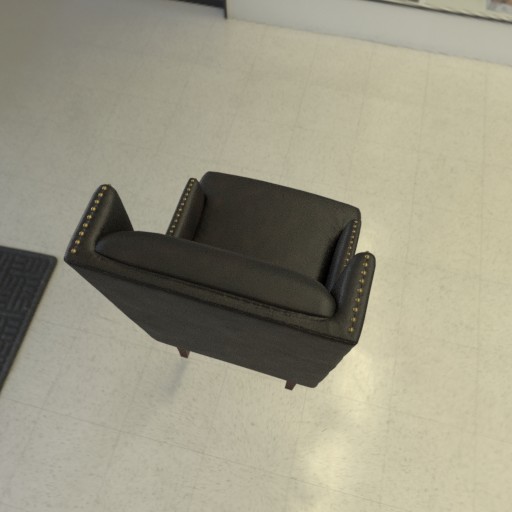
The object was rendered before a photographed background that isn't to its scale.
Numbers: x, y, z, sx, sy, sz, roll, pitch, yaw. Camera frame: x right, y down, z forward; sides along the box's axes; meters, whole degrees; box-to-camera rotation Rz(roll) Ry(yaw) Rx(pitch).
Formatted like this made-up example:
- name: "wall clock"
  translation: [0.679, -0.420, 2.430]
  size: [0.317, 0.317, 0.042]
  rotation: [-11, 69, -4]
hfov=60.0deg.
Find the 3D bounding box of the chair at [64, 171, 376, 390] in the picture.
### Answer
- name: "chair"
  translation: [0.000, 0.000, 1.611]
  size: [0.703, 1.142, 0.799]
  rotation: [15, 64, 7]
